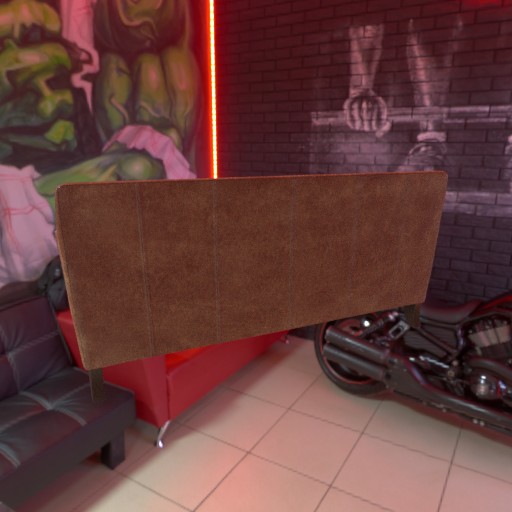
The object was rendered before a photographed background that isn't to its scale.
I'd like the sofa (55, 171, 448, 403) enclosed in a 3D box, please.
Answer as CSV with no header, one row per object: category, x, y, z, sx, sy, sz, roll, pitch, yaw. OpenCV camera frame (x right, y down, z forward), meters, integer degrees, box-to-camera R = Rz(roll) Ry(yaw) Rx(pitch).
sofa,0.000,0.000,2.524,2.053,0.947,0.805,-7,15,-25
